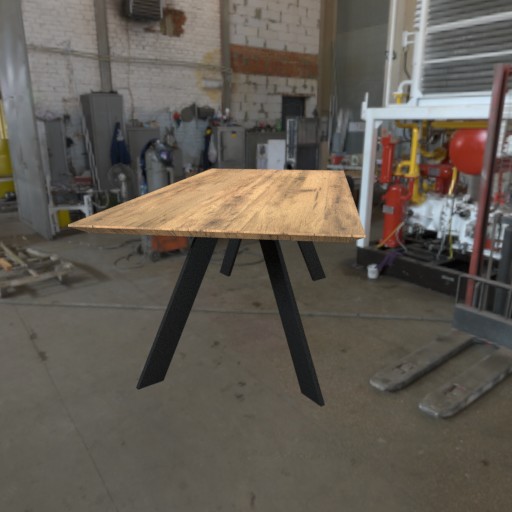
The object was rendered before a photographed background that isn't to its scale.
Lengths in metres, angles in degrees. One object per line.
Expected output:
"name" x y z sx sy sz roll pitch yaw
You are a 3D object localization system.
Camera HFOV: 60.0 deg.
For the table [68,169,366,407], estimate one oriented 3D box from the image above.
"table" 0.000 0.000 2.509 1.000 0.770 2.000 3 17 8
